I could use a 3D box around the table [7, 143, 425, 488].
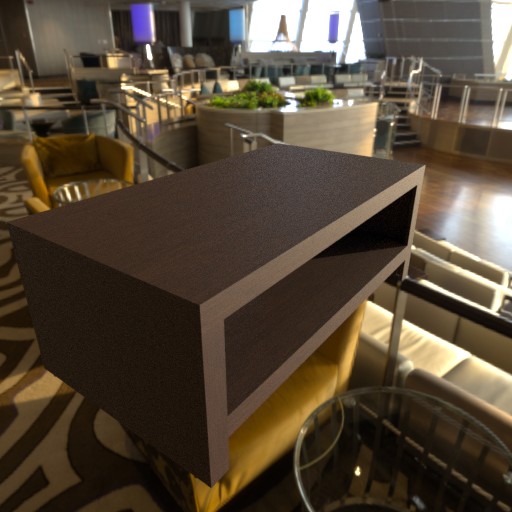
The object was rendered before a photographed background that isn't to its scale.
[{"bbox_3d":[0.000,0.000,1.336,0.597,0.424,1.099,18,31,32],"label":"table"}]
